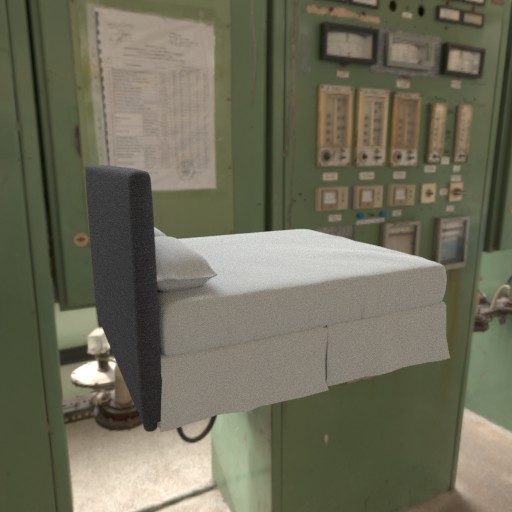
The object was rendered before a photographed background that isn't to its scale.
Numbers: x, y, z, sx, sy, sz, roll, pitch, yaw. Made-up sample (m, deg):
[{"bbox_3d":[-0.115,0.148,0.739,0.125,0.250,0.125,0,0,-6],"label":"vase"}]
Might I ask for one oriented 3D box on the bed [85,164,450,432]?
[{"bbox_3d":[0.000,0.000,3.292,2.142,1.330,1.884,-6,14,-26],"label":"bed"}]
